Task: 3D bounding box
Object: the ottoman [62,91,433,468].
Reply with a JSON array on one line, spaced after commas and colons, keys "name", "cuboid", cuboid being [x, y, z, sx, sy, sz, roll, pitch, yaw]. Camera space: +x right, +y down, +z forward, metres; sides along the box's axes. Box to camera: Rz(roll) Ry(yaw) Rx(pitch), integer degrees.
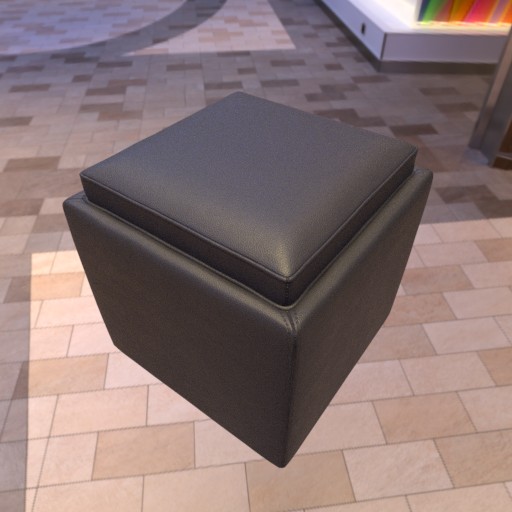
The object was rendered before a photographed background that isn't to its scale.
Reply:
[{"name": "ottoman", "cuboid": [0.000, 0.000, 0.823, 0.450, 0.460, 0.451, 27, 49, 26]}]
